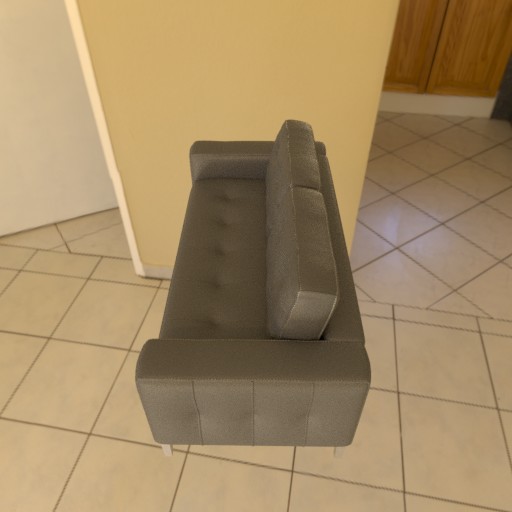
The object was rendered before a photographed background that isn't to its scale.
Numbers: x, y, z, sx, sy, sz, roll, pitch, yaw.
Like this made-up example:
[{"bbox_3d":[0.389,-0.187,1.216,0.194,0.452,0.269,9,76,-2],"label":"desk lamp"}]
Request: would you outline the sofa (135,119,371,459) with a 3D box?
[{"bbox_3d":[0.000,0.000,2.249,0.833,0.892,1.726,1,42,1],"label":"sofa"}]
